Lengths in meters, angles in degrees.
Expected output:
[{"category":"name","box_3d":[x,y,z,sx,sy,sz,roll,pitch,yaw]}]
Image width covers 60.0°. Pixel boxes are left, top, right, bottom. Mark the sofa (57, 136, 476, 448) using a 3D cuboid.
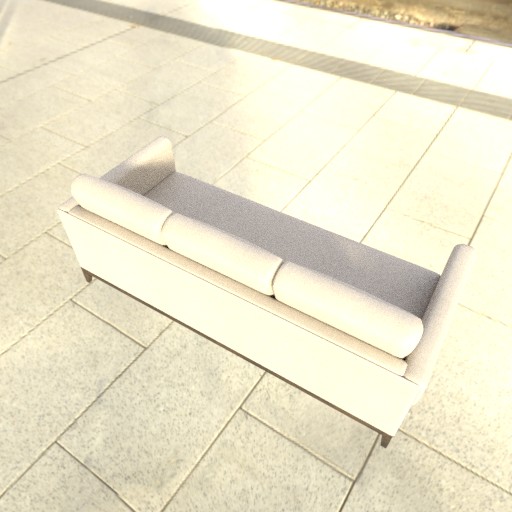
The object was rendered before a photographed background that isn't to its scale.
[{"category":"sofa","box_3d":[0.000,0.000,2.655,2.210,0.838,0.959,24,51,21]}]
